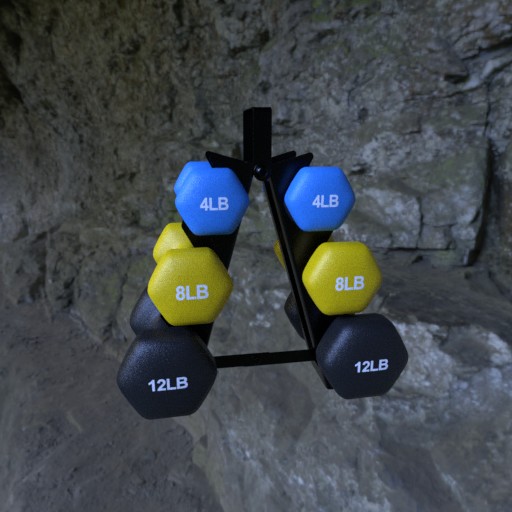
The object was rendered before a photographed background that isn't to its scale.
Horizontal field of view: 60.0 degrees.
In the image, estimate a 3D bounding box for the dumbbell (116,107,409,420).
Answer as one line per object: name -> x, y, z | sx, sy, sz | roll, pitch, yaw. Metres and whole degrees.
dumbbell -> 0.000, 0.000, 0.675 | 0.409, 0.426, 0.255 | -3, 15, -10
